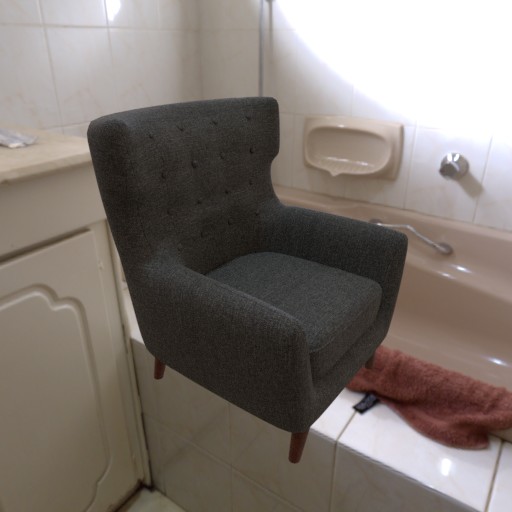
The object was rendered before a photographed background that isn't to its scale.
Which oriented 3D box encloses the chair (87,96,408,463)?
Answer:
[{"bbox_3d":[0.000,0.000,1.695,0.904,1.063,0.878,18,31,33],"label":"chair"}]
